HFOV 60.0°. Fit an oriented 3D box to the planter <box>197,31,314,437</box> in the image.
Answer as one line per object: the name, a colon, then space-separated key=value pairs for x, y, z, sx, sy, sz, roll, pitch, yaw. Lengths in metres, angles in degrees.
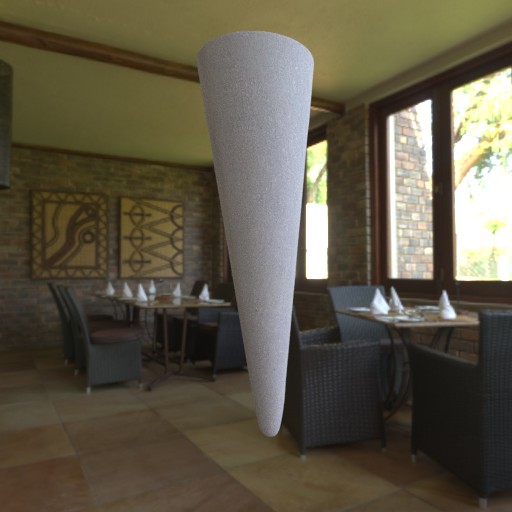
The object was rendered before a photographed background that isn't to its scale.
planter: x=0.000 y=0.000 z=0.295 sx=0.078 sy=0.259 sz=0.087 roll=-1 pitch=-2 yaw=18
